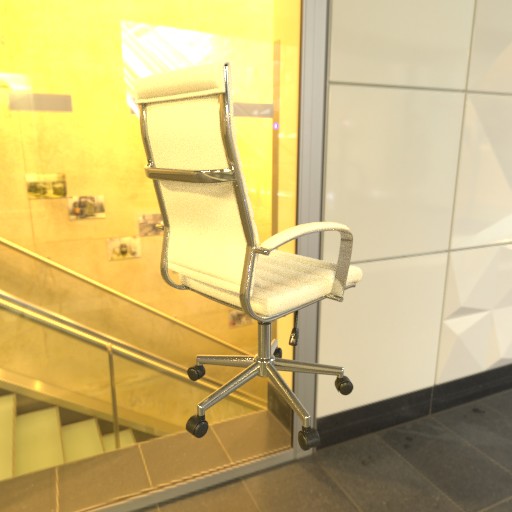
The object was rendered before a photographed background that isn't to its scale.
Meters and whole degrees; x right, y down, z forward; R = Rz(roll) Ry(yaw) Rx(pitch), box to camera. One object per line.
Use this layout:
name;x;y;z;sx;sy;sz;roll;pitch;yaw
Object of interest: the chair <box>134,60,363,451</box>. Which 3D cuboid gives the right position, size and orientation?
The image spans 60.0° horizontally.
chair;0.000;0.000;1.548;0.679;1.149;0.679;-13;19;-42
